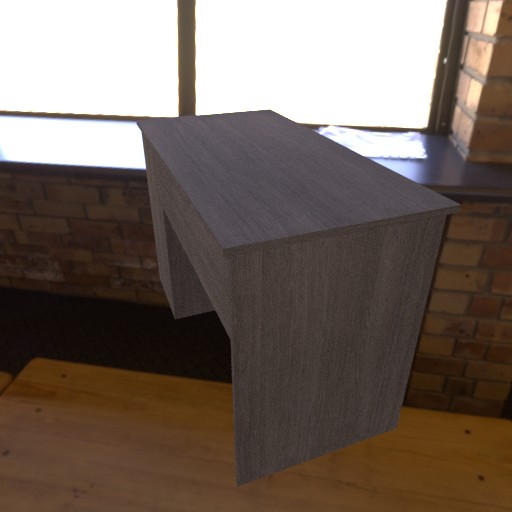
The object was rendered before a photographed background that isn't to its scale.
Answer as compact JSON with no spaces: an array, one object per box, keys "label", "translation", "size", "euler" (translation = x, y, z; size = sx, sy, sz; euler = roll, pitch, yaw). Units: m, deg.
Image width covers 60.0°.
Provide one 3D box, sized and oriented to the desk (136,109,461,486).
[{"label":"desk","translation":[0.000,0.000,1.531],"size":[0.560,0.735,1.097],"euler":[-11,32,-18]}]
